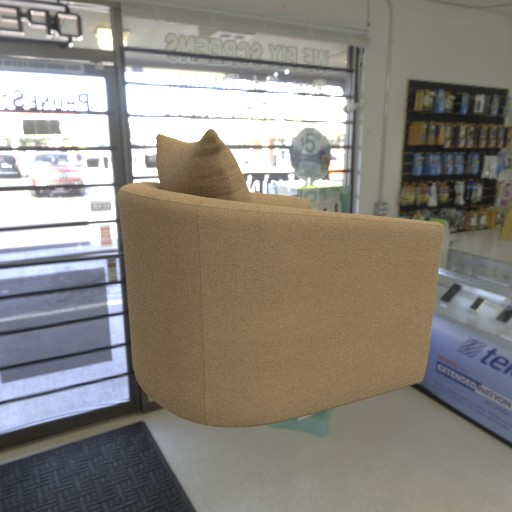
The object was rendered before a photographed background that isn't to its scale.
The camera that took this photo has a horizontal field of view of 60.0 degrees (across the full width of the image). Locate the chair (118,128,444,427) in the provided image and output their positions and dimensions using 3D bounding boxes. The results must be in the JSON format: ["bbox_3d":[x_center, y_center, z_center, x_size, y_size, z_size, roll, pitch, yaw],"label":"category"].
[{"bbox_3d":[0.000,0.000,1.575,0.910,0.848,0.845,-6,15,-24],"label":"chair"}]
